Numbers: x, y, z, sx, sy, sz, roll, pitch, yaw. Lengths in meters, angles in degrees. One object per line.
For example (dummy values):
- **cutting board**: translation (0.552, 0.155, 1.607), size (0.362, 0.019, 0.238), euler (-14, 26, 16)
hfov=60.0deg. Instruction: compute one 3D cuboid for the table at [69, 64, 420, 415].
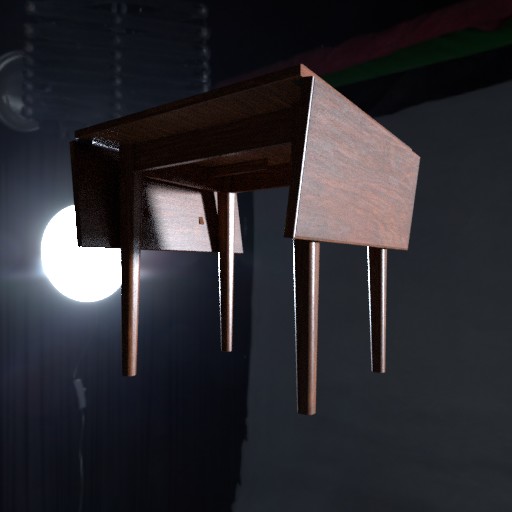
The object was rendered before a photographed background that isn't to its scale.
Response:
- **table**: translation (0.000, 0.000, 1.452), size (0.843, 0.763, 0.812), euler (-1, -2, 35)
